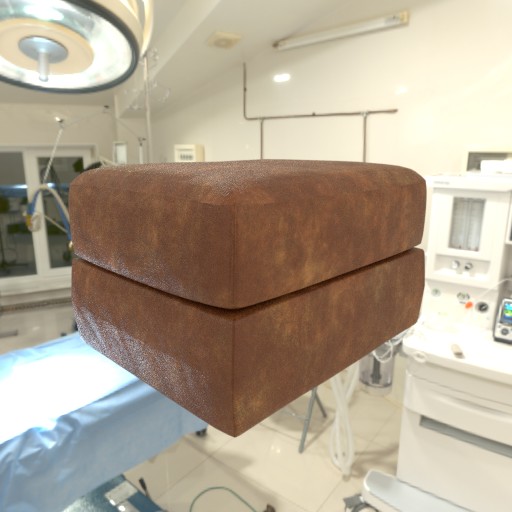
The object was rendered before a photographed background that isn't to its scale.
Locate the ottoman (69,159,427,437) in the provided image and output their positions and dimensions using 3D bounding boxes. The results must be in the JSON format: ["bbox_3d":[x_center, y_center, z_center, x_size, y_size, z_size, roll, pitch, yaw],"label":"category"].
[{"bbox_3d":[0.000,0.000,1.143,0.603,0.476,0.751,13,19,42],"label":"ottoman"}]
